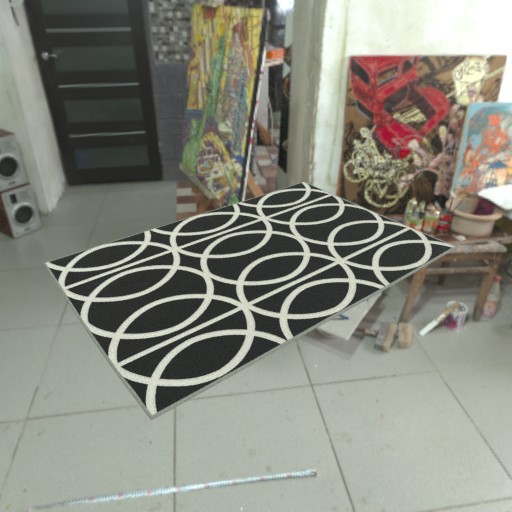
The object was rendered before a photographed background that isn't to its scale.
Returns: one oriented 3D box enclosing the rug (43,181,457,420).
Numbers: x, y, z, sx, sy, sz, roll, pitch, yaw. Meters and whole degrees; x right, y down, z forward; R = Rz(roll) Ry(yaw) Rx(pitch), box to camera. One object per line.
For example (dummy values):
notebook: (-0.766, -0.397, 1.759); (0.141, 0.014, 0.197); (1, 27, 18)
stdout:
rug: (0.000, 0.000, 2.913); (2.290, 0.014, 1.526); (-22, 37, -32)
